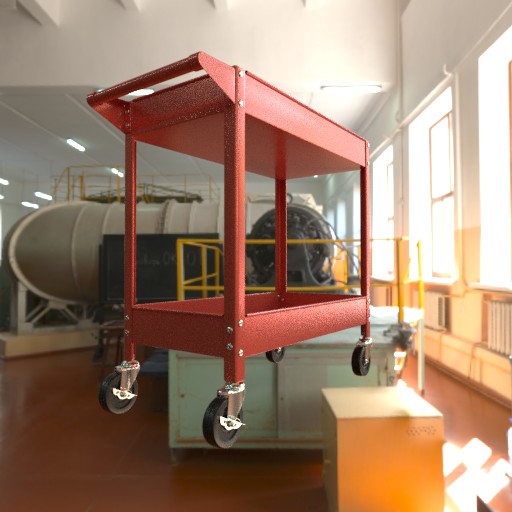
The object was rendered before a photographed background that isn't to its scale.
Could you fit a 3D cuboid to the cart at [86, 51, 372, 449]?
[{"bbox_3d":[0.000,0.000,1.166,0.366,0.719,0.779,-1,-1,36],"label":"cart"}]
